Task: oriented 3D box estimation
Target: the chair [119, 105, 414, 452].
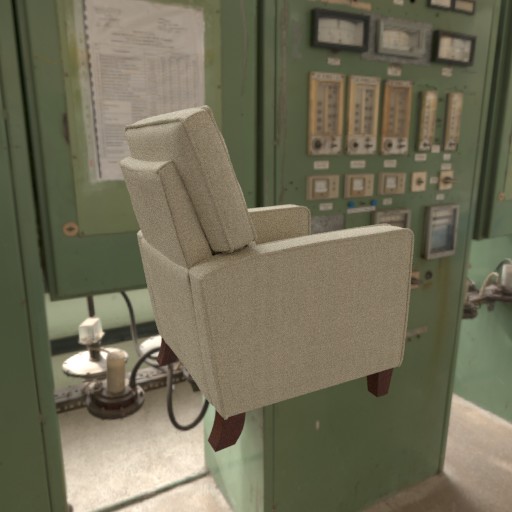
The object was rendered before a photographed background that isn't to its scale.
[{"bbox_3d":[0.000,0.000,1.454,0.754,0.888,0.648,-7,16,-27],"label":"chair"}]
